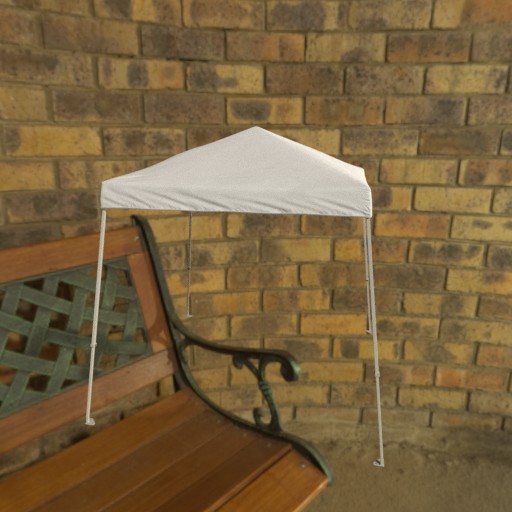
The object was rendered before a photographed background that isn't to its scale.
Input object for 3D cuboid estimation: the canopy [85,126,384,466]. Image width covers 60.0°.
[{"bbox_3d":[0.000,0.000,6.409,3.600,3.600,3.599,3,15,11],"label":"canopy"}]
